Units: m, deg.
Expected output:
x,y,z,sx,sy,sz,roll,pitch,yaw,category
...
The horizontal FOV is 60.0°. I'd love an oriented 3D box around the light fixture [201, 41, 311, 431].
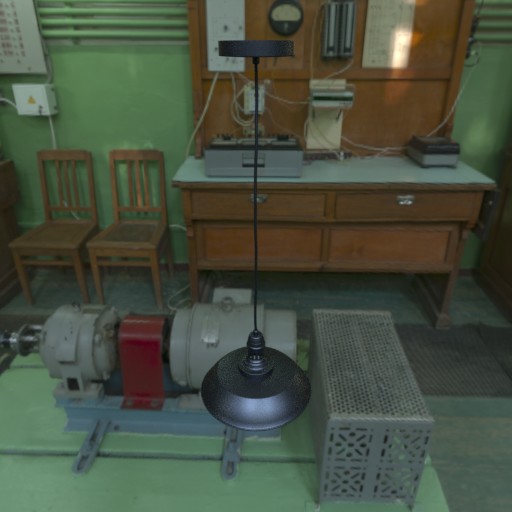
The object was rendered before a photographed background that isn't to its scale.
x,y,z,sx,sy,sz,roll,pitch,yaw,category
0.000,0.000,1.137,0.331,0.993,0.331,0,27,0,light fixture
